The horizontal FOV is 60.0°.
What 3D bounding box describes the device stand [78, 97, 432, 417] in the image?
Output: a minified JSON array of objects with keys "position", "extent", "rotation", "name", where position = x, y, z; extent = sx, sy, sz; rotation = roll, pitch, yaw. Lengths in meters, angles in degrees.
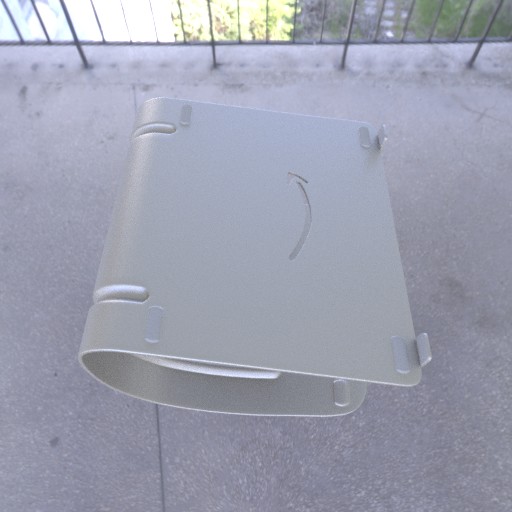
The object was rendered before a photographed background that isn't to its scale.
[{"position":[0.000,0.000,0.400],"extent":[0.236,0.155,0.256],"rotation":[1,58,1],"name":"device stand"}]
